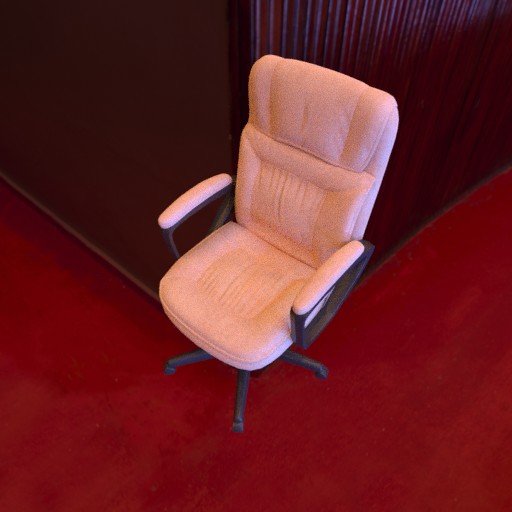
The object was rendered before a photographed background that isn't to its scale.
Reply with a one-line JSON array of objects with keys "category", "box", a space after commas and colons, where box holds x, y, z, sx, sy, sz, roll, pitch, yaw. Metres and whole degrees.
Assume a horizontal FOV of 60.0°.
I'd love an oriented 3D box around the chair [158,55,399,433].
[{"category": "chair", "box": [0.000, 0.000, 1.542, 0.667, 1.105, 0.724, 31, 53, 26]}]
